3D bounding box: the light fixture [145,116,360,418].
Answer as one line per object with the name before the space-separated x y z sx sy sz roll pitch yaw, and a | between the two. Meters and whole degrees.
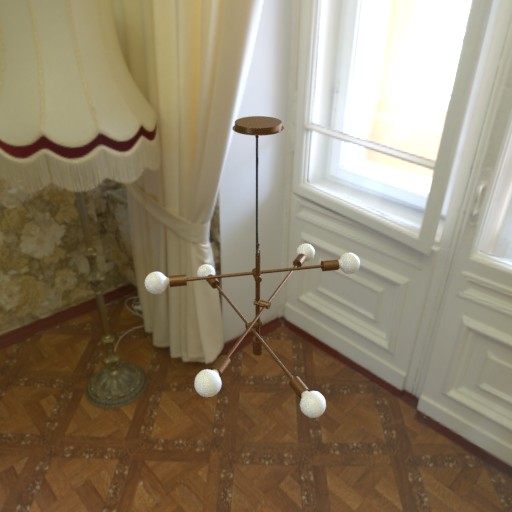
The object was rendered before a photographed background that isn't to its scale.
light fixture | 0.000 0.000 1.240 0.637 0.744 0.682 0 31 0
